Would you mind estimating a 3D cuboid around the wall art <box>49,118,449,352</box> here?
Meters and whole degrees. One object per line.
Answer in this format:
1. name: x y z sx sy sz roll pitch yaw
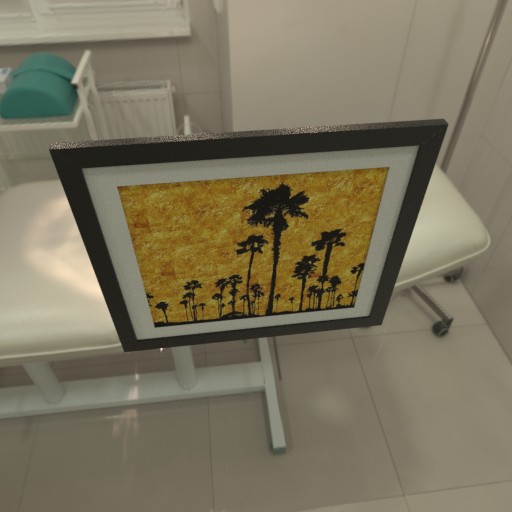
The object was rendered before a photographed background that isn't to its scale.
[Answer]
1. wall art: 0.000 0.000 0.541 0.383 0.332 0.012 -5 45 -5
